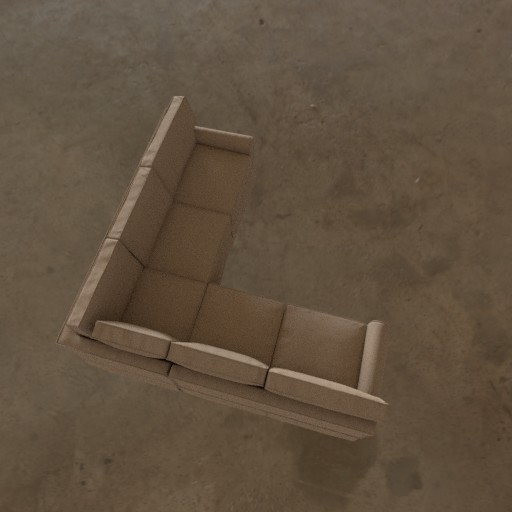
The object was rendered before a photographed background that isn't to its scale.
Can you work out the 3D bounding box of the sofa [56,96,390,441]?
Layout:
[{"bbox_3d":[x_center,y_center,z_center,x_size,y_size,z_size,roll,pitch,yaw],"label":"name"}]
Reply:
[{"bbox_3d":[0.000,0.000,4.352,2.730,1.124,2.733,14,65,7],"label":"sofa"}]
